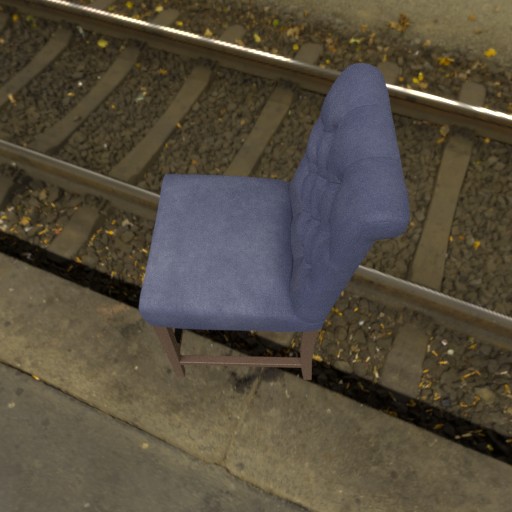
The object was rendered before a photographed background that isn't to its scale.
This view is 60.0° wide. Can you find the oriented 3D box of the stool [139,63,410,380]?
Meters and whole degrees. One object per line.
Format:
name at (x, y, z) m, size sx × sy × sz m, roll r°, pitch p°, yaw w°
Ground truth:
stool at (0.000, 0.000, 1.338) m, size 0.601 × 1.010 × 0.493 m, roll 2°, pitch 58°, yaw 1°
